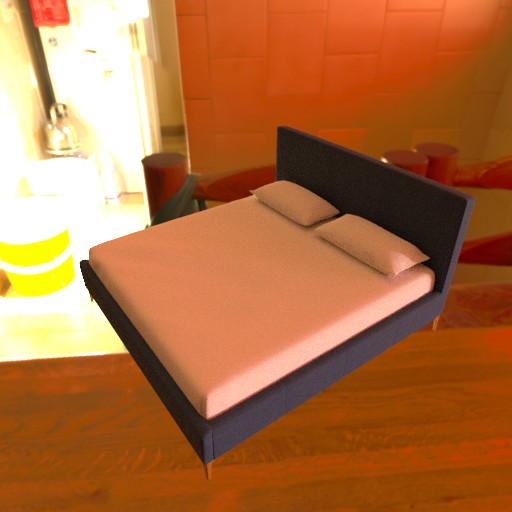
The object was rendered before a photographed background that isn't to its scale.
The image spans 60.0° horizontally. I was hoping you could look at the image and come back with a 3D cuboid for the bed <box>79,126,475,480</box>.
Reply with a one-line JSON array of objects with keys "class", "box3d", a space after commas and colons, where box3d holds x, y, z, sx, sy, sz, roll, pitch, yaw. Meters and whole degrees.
[{"class": "bed", "box3d": [0.000, 0.000, 3.507, 2.232, 1.231, 2.096, -21, 39, -30]}]
